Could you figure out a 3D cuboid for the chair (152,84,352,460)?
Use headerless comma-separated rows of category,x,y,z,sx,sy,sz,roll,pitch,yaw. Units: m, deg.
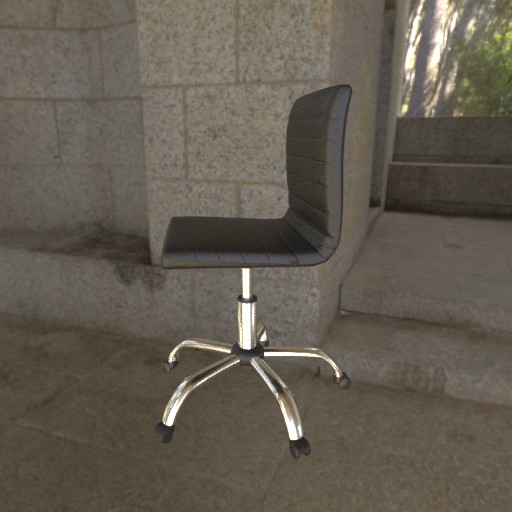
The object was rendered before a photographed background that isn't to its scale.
chair,0.000,0.000,1.110,0.530,0.780,0.556,-2,15,-8
